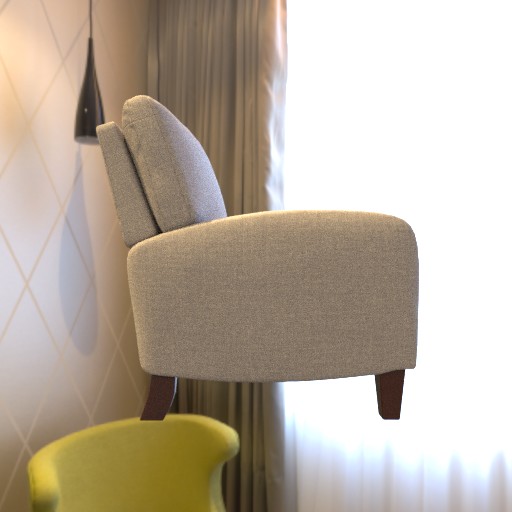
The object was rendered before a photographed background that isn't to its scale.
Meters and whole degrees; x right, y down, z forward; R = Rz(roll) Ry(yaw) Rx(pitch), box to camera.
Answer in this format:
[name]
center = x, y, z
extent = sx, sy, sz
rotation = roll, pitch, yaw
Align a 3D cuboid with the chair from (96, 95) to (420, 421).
[chair]
center = 0.000, 0.000, 1.653
extent = 0.990, 0.990, 0.762
rotation = 0, 0, 0
